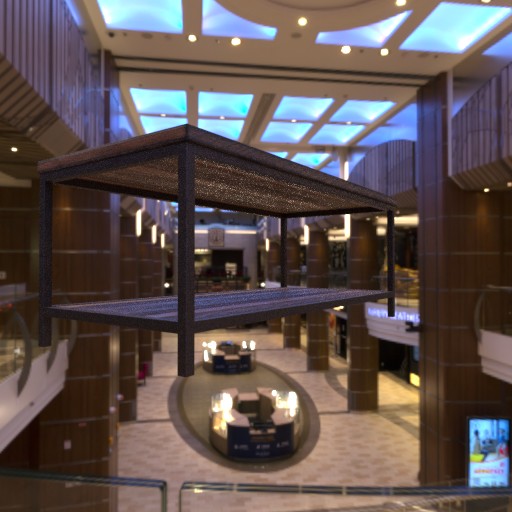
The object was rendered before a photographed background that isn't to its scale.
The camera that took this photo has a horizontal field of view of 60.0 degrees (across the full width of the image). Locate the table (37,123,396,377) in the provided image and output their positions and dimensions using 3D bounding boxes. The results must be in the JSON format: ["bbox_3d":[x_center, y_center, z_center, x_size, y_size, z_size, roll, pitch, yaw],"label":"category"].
[{"bbox_3d":[0.000,0.000,1.224,0.452,0.399,0.990,-1,-1,36],"label":"table"}]
